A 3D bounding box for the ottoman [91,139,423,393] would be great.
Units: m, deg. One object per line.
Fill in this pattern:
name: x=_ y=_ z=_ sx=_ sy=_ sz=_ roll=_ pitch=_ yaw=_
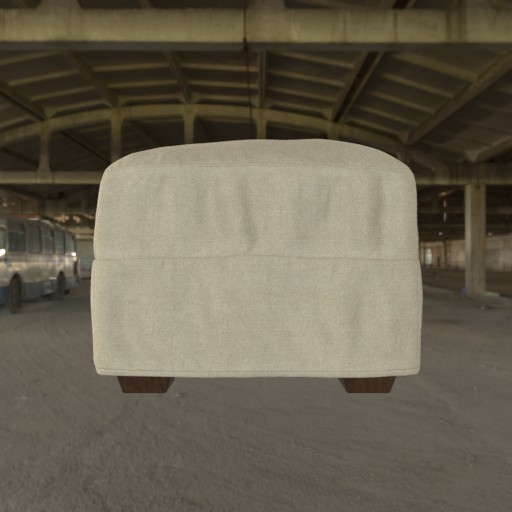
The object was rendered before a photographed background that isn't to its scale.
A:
ottoman: x=0.000 y=0.000 z=1.063 sx=0.584 sy=0.480 sz=0.712 roll=0 pitch=0 yaw=0
